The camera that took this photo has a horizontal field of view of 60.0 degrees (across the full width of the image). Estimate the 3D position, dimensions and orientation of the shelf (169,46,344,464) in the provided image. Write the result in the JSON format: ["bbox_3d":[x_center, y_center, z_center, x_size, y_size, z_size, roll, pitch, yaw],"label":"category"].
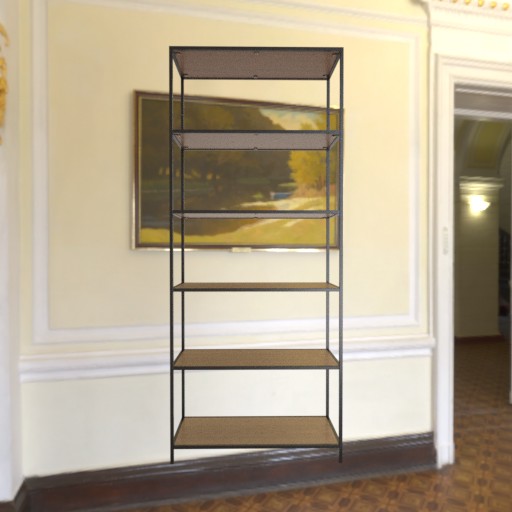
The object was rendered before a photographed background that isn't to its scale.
[{"bbox_3d":[0.000,0.000,2.141,0.770,1.850,0.350,0,1,-1],"label":"shelf"}]
